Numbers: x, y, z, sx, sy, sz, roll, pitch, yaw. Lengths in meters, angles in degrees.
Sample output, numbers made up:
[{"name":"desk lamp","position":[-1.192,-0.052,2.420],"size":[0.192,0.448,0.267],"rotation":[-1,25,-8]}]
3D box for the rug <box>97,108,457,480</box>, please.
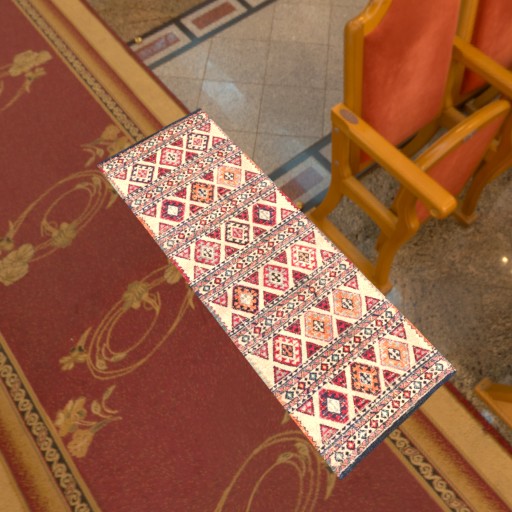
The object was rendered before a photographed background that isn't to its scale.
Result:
[{"name":"rug","position":[0.000,0.000,2.617],"size":[0.832,0.008,2.362],"rotation":[-35,68,-16]}]
